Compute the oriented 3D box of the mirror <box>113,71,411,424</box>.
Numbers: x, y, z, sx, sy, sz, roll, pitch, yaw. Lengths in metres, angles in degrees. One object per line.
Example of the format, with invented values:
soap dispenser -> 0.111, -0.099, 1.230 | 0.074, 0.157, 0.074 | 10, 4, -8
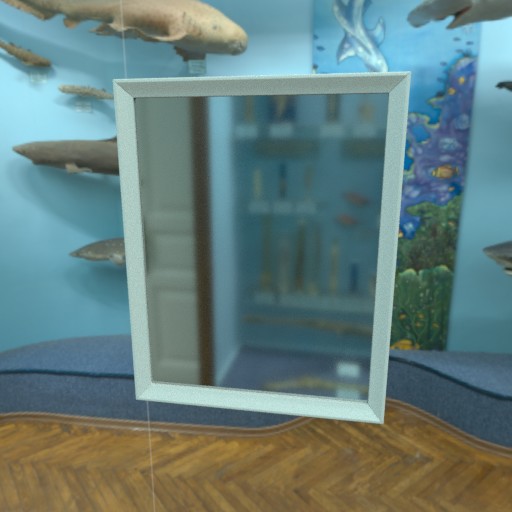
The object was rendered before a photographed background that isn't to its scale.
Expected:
mirror -> 0.000, 0.000, 0.675 | 0.406, 0.509, 0.041 | 2, 14, 9
